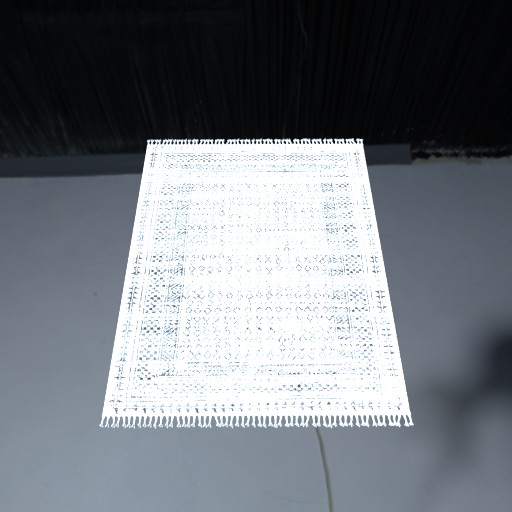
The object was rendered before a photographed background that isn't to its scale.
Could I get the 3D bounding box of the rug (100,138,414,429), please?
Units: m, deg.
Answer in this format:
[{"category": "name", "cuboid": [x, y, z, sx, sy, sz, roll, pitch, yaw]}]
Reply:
[{"category": "rug", "cuboid": [0.000, 0.000, 3.996, 2.312, 0.013, 2.940, 0, 59, 0]}]
